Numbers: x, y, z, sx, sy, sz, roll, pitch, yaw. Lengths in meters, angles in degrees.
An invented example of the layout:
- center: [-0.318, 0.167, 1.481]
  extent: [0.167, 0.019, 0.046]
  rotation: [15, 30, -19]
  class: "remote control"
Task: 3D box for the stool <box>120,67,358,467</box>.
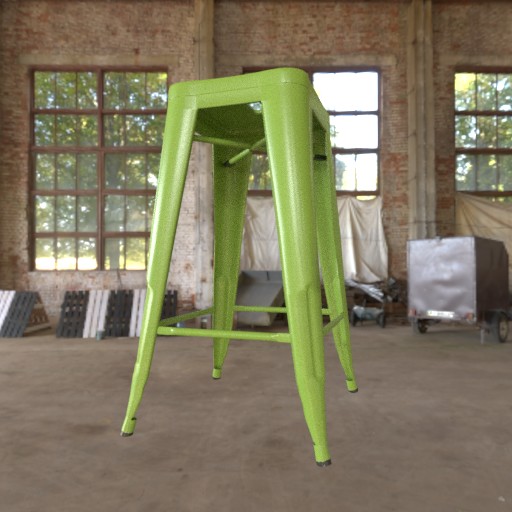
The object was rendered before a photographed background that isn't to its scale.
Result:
- center: [0.000, 0.000, 0.875]
  extent: [0.358, 0.609, 0.398]
  rotation: [0, 0, 19]
  class: "stool"
